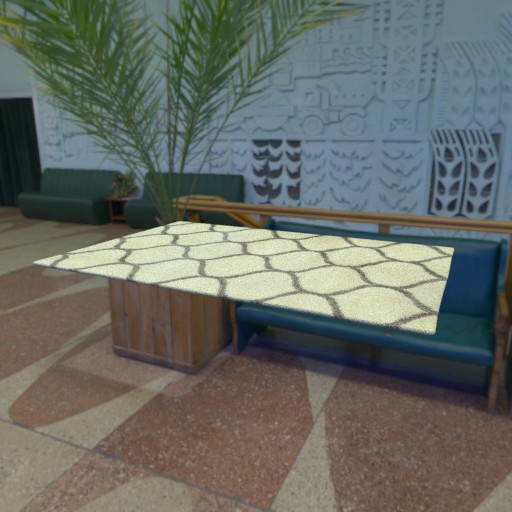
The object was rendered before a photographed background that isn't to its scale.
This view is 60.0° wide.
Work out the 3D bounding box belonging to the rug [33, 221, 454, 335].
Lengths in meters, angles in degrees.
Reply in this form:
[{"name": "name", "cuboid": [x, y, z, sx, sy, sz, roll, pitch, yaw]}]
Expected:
[{"name": "rug", "cuboid": [0.000, 0.000, 3.384, 2.701, 0.026, 1.801, 7, 17, 25]}]
